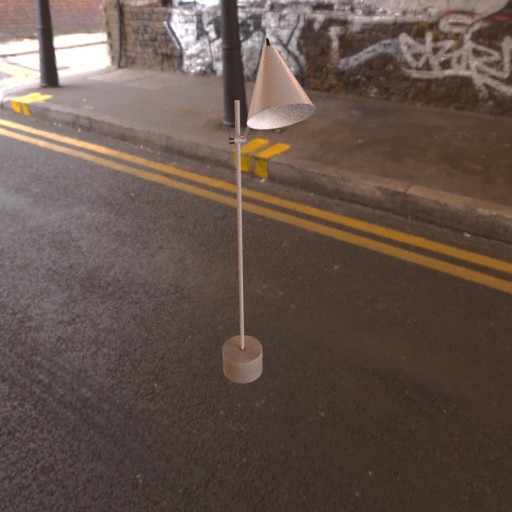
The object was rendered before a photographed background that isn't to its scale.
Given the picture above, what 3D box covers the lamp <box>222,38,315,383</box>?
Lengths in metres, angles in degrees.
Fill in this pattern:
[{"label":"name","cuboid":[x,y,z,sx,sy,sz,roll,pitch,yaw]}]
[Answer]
[{"label":"lamp","cuboid":[0.000,0.000,1.602,0.223,1.430,0.508,-8,32,-14]}]
